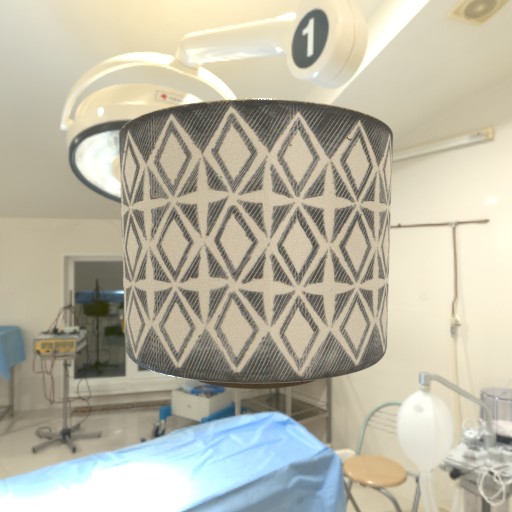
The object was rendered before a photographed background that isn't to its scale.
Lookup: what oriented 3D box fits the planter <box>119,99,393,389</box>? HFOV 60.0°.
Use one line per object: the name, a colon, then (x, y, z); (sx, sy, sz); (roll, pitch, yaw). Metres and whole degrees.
planter: (0.000, 0.000, 0.326); (0.192, 0.165, 0.192); (0, 0, 0)
